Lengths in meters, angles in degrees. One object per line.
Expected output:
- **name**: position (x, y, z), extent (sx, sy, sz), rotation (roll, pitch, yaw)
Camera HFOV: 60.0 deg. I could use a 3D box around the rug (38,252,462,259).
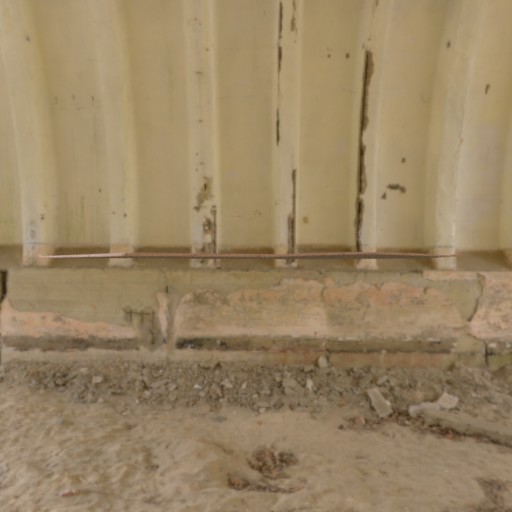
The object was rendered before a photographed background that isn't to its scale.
- **rug**: position (0.000, 0.000, 2.288), extent (1.837, 0.025, 1.230), rotation (0, -1, -37)
